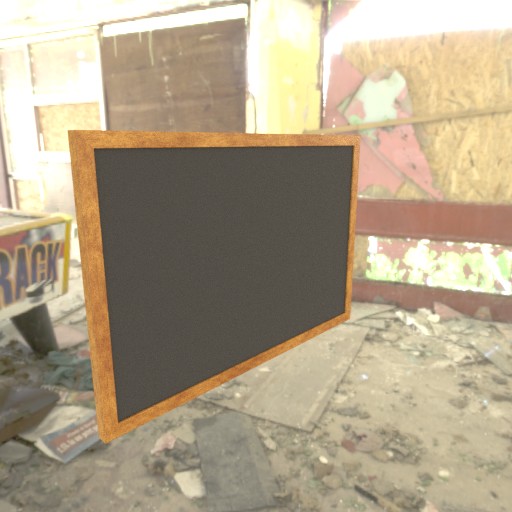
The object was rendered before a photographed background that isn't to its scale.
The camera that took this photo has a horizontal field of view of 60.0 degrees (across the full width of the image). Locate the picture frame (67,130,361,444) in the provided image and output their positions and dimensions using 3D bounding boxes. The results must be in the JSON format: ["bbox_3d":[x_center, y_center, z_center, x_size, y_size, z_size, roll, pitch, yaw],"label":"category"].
[{"bbox_3d":[0.000,0.000,1.165,0.029,0.621,0.922,14,20,42],"label":"picture frame"}]
